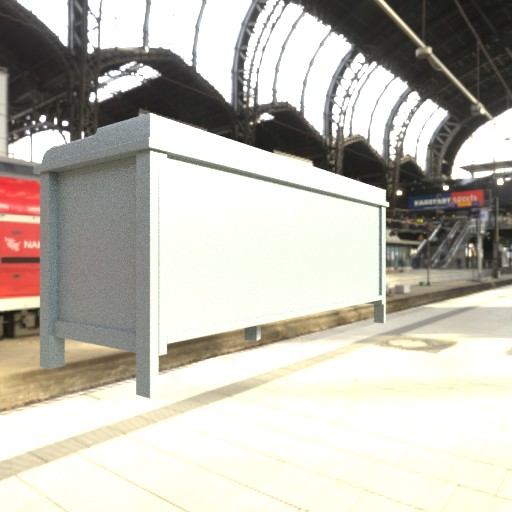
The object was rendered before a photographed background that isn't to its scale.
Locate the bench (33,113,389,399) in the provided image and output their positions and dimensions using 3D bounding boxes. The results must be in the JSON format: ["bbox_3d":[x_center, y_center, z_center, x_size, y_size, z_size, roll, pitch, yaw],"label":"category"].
[{"bbox_3d":[0.000,0.000,1.334,0.398,0.501,1.140,0,0,37],"label":"bench"}]
